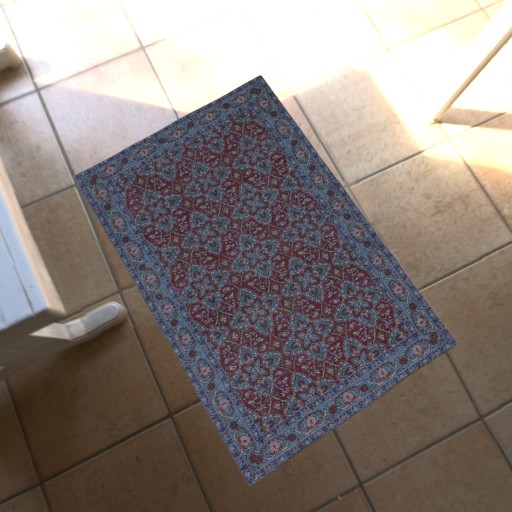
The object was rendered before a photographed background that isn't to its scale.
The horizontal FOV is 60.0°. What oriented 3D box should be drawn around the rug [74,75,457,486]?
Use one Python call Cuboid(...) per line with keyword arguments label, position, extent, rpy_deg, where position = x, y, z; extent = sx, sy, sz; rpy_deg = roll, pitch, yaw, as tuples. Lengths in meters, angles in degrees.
Cuboid(label="rug", position=(0.000, 0.000, 2.312), extent=(1.219, 0.009, 1.829), rpy_deg=(-31, 78, -8))
